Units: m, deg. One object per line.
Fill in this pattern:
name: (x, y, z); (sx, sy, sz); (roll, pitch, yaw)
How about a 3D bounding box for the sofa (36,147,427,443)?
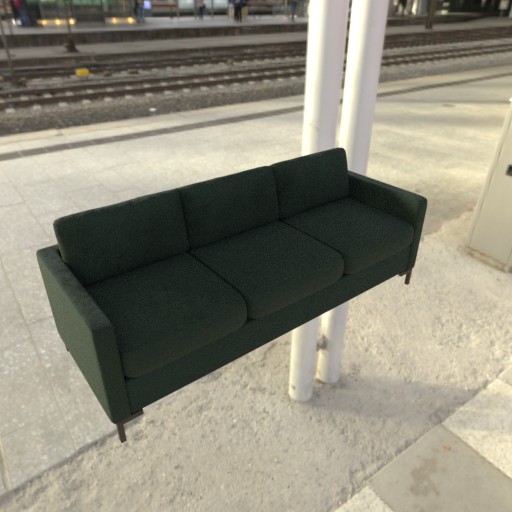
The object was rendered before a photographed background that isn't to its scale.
sofa: (0.000, 0.000, 2.674); (2.218, 0.870, 0.859); (-21, 36, -32)
